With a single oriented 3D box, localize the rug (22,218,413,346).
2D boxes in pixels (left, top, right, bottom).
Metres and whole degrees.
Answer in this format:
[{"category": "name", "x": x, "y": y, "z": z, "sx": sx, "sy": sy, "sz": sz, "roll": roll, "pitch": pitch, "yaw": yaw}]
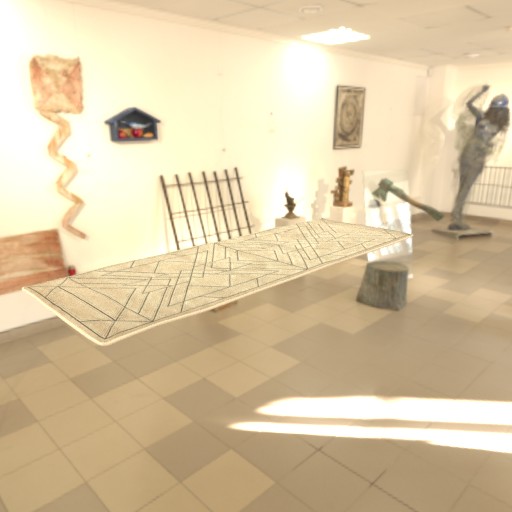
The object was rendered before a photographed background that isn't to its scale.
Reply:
[{"category": "rug", "x": 0.000, "y": 0.000, "z": 2.658, "sx": 2.381, "sy": 0.036, "sz": 0.831, "roll": -16, "pitch": 22, "yaw": -43}]
